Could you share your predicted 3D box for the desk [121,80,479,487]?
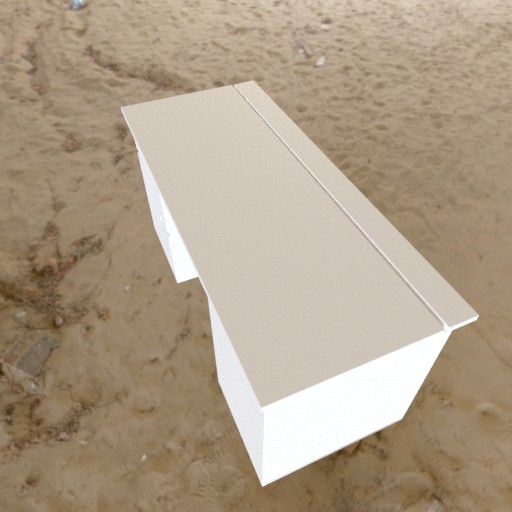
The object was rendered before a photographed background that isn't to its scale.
[{"bbox_3d":[0.000,0.000,1.919,0.670,0.760,1.580,-18,49,-16],"label":"desk"}]
